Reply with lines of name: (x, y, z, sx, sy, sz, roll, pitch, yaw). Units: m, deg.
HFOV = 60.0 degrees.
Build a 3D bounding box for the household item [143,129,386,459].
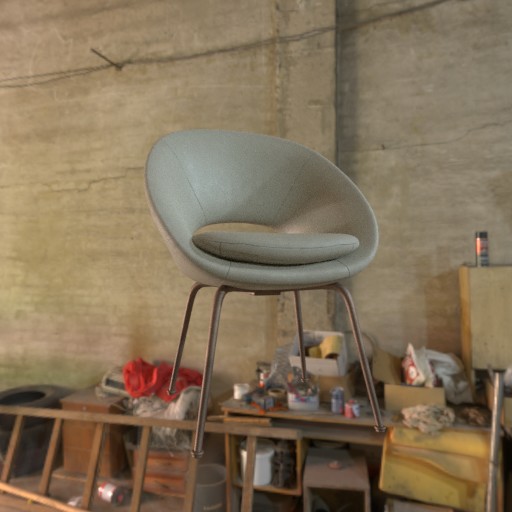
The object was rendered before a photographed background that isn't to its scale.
household item: (0.000, 0.000, 1.260, 0.623, 0.852, 0.573, 0, 0, -18)
